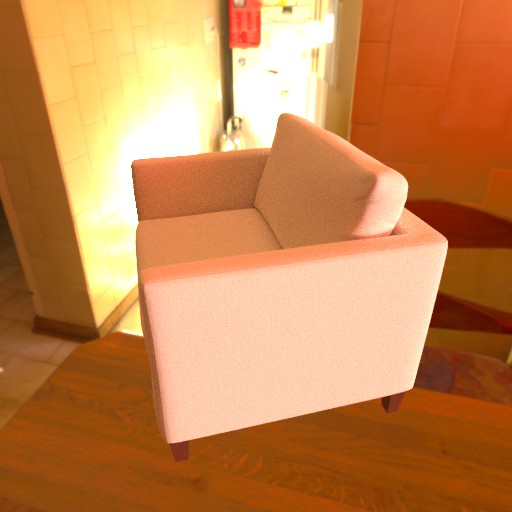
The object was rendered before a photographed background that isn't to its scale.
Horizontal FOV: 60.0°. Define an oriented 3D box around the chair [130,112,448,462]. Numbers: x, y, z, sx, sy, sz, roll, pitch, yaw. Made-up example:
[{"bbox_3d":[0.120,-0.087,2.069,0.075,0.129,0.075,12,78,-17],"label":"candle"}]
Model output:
[{"bbox_3d":[0.000,0.000,1.667,0.878,0.885,1.019,-8,31,-13],"label":"chair"}]
